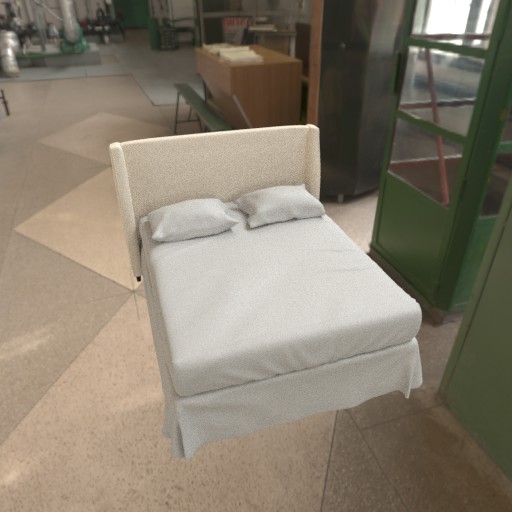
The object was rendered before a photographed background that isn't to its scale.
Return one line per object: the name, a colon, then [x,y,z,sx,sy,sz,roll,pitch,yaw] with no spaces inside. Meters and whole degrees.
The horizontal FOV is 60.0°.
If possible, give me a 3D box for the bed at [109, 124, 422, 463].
bed: [0.000,0.000,3.460,1.925,1.332,2.276,-10,33,-15]
